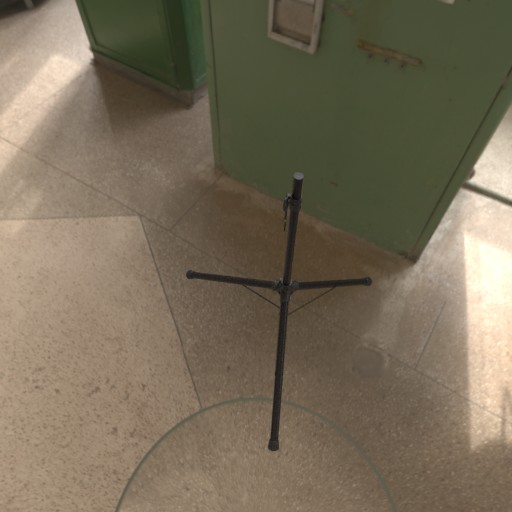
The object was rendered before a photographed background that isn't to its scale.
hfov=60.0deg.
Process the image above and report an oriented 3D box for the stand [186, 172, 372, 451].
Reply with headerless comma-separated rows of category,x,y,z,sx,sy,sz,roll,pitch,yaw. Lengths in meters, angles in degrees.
stand,0.000,0.000,1.872,0.907,1.136,1.045,29,61,18
